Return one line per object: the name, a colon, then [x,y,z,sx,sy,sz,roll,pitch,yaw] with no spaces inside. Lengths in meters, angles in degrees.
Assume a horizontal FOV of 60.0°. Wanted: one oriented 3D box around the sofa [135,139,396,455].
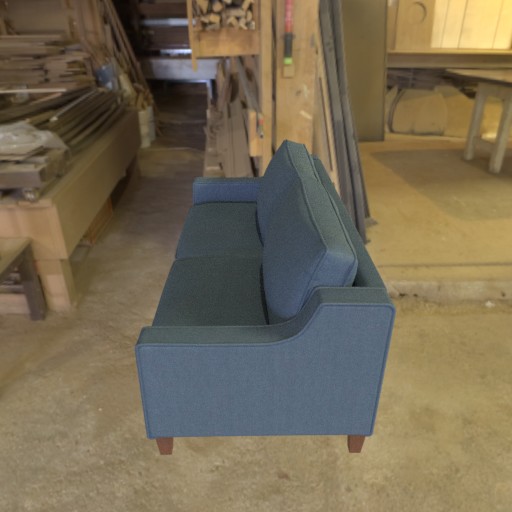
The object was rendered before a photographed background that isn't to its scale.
sofa: [0.000,0.000,2.825,1.066,1.071,2.178,0,28,-1]
